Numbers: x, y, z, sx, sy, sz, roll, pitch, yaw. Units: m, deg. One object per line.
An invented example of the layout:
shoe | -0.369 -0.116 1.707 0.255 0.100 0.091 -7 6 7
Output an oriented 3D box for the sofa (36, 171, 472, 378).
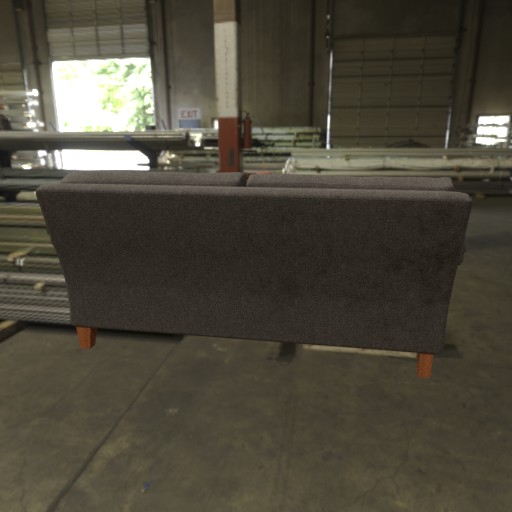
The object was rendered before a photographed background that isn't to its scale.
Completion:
sofa | 0.000 0.000 2.701 2.160 1.054 1.087 3 16 9
